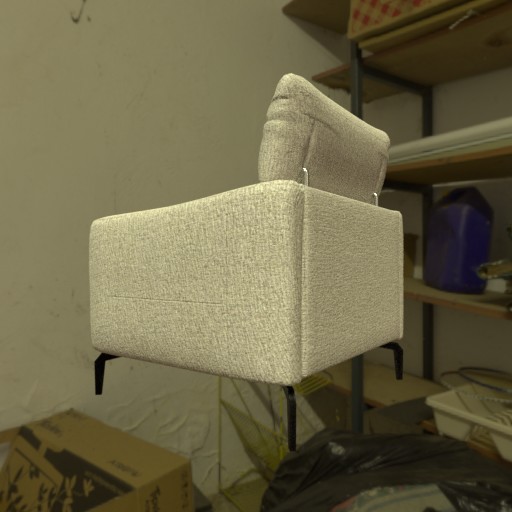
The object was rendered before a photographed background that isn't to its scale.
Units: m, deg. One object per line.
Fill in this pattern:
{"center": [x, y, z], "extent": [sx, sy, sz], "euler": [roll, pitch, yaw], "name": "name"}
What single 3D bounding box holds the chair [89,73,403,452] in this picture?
{"center": [0.000, 0.000, 1.654], "extent": [0.835, 0.967, 0.972], "euler": [-1, -1, 36], "name": "chair"}
